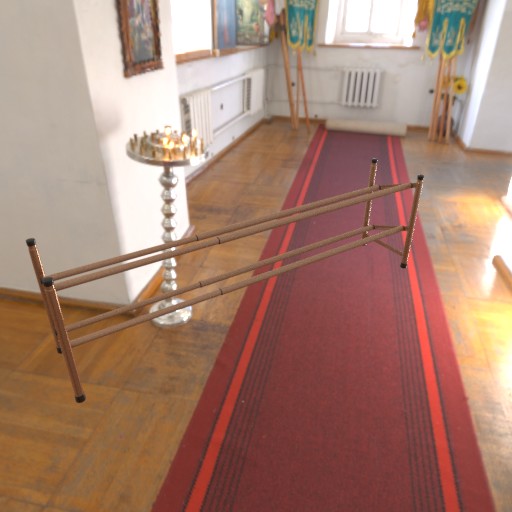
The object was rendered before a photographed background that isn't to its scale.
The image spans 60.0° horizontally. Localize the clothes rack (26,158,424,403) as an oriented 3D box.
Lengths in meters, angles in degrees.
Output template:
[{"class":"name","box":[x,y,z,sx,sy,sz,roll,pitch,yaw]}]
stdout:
[{"class":"clothes rack","box":[0.000,0.000,1.334,1.168,0.349,0.229,-18,34,-28]}]
